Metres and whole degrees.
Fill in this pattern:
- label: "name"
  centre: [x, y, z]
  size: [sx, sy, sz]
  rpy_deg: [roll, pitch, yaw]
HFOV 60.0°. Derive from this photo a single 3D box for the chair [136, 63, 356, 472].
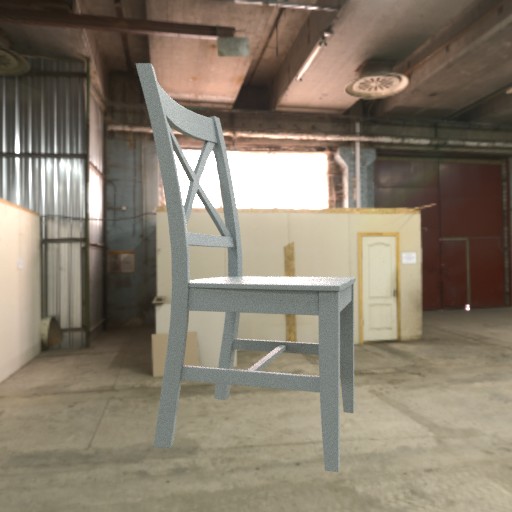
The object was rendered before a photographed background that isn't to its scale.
- label: "chair"
  centre: [0.000, 0.000, 1.288]
  size: [0.542, 0.983, 0.485]
  rpy_deg: [0, 0, 17]
